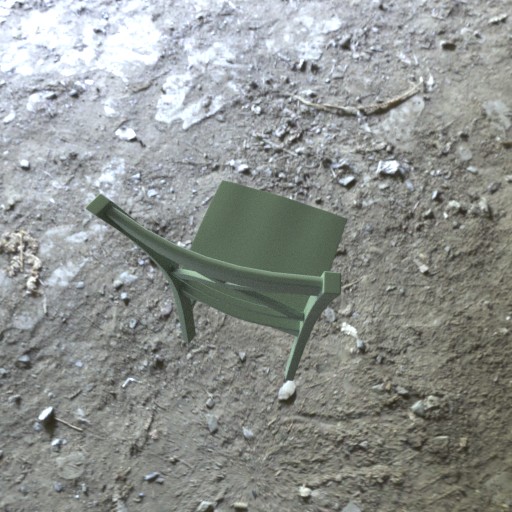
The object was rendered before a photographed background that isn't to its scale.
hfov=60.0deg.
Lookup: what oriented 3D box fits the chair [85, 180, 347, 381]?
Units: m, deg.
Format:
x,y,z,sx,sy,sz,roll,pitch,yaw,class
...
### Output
x,y,z,sx,sy,sz,roll,pitch,yaw,class
0.000,0.000,1.317,0.485,0.983,0.542,18,65,9,chair
